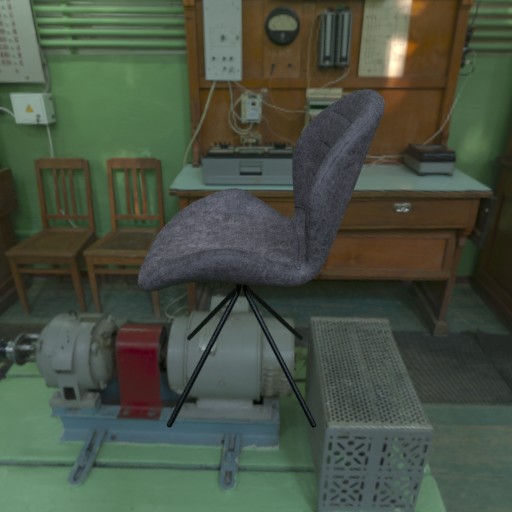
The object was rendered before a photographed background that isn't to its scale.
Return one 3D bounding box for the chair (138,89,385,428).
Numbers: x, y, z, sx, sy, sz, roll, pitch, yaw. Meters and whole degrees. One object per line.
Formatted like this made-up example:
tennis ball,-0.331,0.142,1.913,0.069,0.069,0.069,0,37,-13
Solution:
chair,0.000,0.000,1.326,0.640,0.934,0.527,0,26,0
